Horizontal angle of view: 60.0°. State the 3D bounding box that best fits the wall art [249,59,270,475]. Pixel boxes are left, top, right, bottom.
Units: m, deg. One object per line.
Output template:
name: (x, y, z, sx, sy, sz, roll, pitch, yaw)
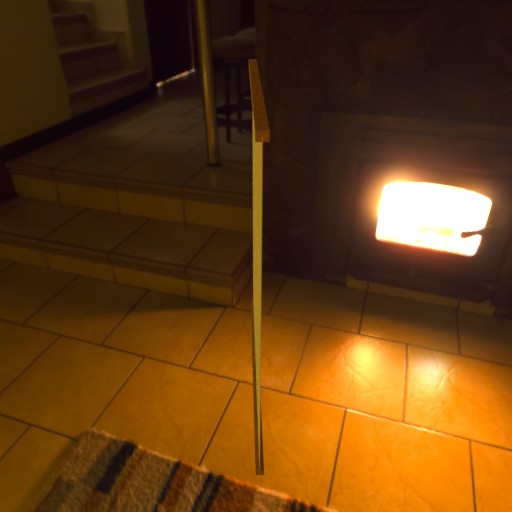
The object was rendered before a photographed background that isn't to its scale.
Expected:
wall art: (0.000, 0.000, 0.689, 0.012, 0.508, 0.405, -1, 32, -1)
